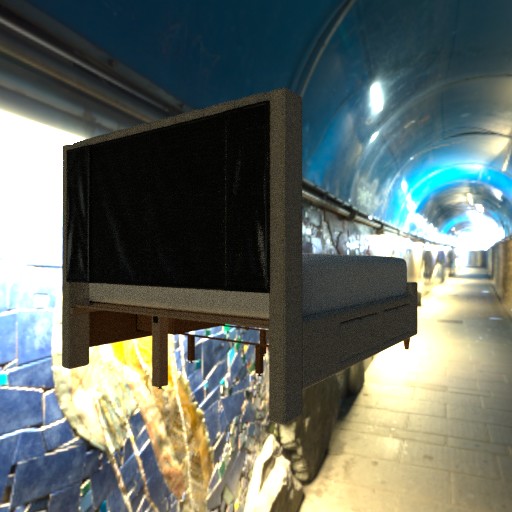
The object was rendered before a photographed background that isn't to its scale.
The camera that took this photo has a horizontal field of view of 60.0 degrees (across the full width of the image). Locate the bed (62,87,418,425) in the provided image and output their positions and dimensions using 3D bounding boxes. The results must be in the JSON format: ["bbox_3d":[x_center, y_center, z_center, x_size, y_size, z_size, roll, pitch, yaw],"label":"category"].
[{"bbox_3d":[0.000,0.000,3.797,2.044,1.748,2.372,0,0,36],"label":"bed"}]
